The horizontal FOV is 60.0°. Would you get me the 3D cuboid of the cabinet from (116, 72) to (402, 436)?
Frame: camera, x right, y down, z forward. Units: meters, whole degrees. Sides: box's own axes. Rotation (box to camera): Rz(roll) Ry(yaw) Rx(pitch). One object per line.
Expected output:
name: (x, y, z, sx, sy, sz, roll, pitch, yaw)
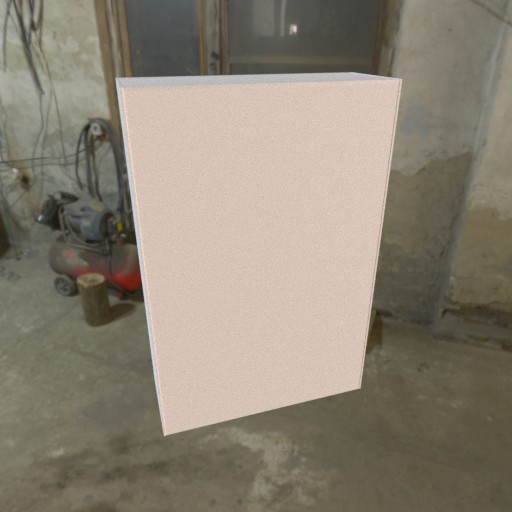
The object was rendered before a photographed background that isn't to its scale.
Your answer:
cabinet: (0.000, 0.000, 2.559, 1.290, 1.910, 0.510, -8, 27, -16)
